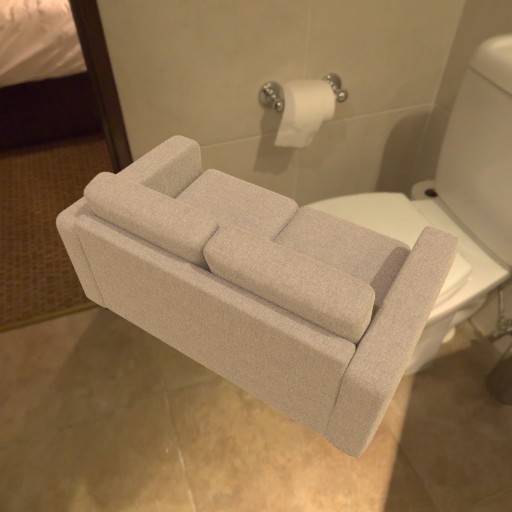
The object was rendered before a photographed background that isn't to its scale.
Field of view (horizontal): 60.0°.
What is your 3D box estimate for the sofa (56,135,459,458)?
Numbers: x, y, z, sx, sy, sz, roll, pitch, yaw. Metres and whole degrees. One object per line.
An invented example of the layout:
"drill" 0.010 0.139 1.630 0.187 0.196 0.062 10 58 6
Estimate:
"sofa" 0.000 0.000 2.023 1.540 0.800 0.900 25 50 22
